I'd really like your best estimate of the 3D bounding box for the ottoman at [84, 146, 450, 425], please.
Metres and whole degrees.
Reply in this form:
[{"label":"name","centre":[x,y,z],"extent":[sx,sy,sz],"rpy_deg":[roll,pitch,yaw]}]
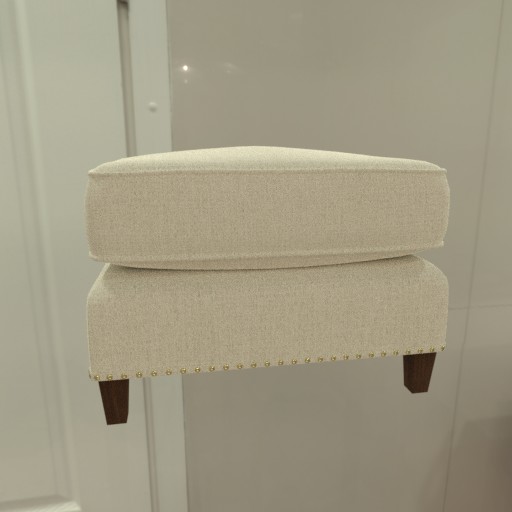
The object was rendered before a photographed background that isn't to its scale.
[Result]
[{"label":"ottoman","centre":[0.000,0.000,1.114],"extent":[0.738,0.537,0.589],"rpy_deg":[-2,14,-10]}]
